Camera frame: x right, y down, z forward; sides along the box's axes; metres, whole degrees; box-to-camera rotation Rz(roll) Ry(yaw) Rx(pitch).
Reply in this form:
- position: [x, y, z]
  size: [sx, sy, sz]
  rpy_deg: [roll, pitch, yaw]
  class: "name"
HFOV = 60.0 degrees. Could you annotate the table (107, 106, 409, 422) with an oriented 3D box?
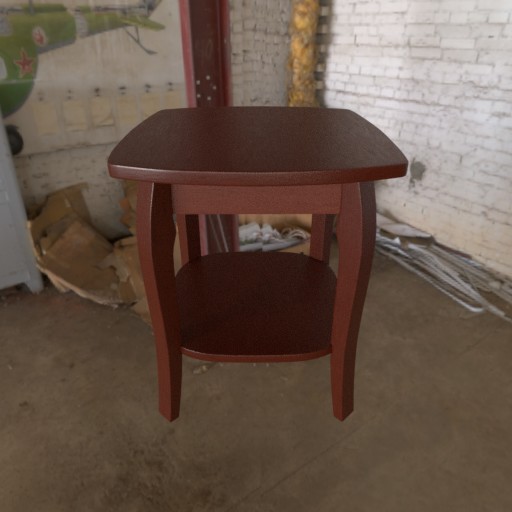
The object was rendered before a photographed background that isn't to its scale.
- position: [0.000, 0.000, 0.885]
  size: [0.433, 0.496, 0.502]
  rpy_deg: [0, 28, 0]
  class: "table"
